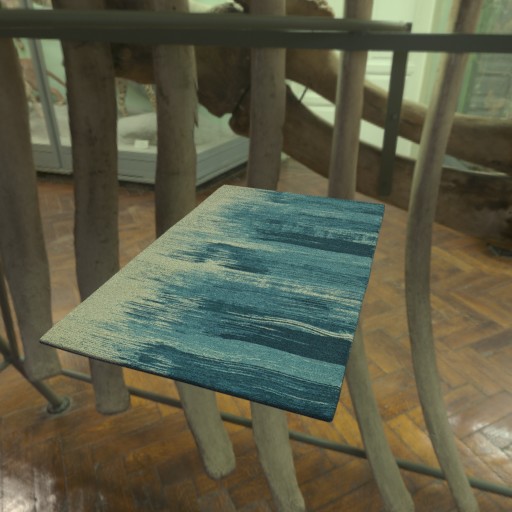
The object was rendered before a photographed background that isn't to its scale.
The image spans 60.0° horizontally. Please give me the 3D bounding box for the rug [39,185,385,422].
[{"bbox_3d":[0.000,0.000,3.045,1.540,0.027,2.450,10,31,17],"label":"rug"}]
